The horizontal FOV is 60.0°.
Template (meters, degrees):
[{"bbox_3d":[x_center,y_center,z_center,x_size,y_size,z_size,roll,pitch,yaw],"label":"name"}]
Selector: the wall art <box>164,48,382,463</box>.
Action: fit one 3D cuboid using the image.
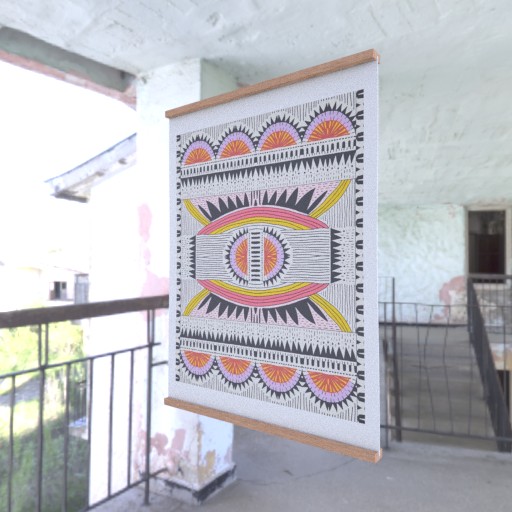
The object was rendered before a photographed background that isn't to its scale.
[{"bbox_3d":[0.000,0.000,0.797,0.456,0.609,0.028,-1,-1,37],"label":"wall art"}]
